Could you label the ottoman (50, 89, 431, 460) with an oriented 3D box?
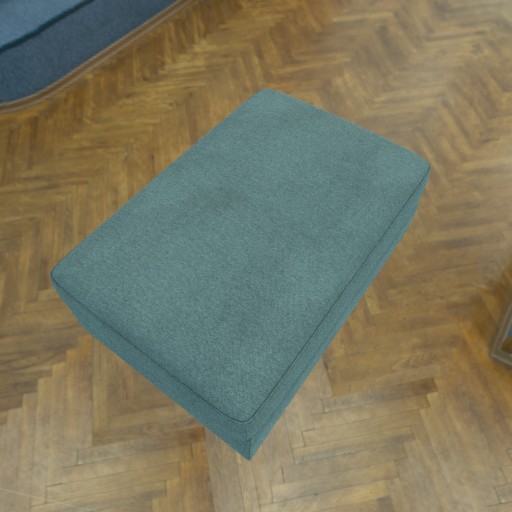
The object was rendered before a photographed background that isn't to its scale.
[{"bbox_3d":[0.000,0.000,1.227,0.584,0.483,0.864,31,62,19],"label":"ottoman"}]
